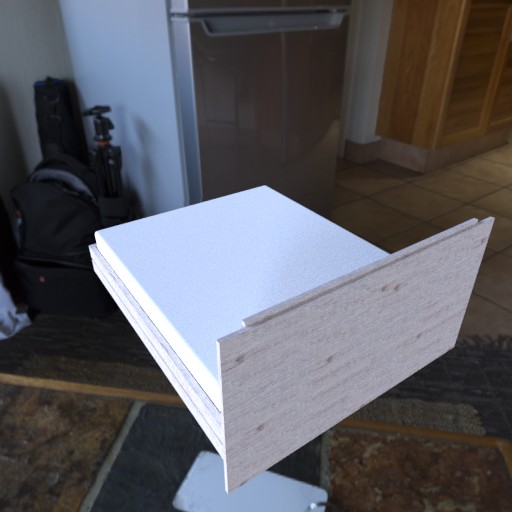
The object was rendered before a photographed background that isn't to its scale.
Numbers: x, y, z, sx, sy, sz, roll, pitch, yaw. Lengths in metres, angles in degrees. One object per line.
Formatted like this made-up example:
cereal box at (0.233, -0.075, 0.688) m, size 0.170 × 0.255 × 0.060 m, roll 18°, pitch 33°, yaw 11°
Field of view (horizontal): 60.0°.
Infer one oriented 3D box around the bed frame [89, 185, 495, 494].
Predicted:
bed frame at (0.000, 0.000, 2.984) m, size 1.750 × 0.970 × 2.080 m, roll -20°, pitch 37°, yaw -29°
